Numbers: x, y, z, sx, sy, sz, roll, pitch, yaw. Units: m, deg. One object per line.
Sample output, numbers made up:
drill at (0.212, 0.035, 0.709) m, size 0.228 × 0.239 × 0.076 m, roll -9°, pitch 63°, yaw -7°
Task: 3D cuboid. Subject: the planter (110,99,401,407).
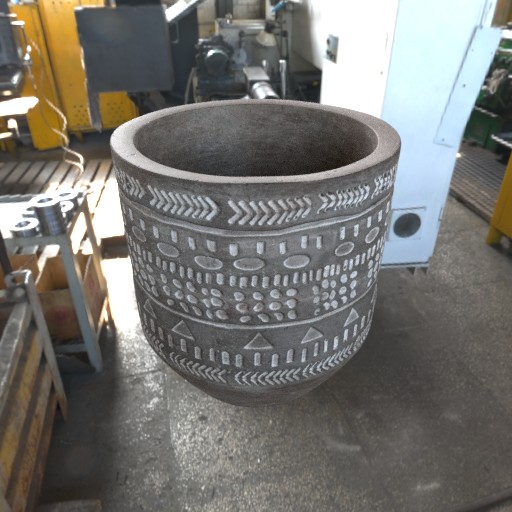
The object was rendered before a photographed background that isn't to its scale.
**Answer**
planter at (0.000, 0.000, 0.223) m, size 0.122 × 0.128 × 0.122 m, roll 0°, pitch 32°, yaw 0°
